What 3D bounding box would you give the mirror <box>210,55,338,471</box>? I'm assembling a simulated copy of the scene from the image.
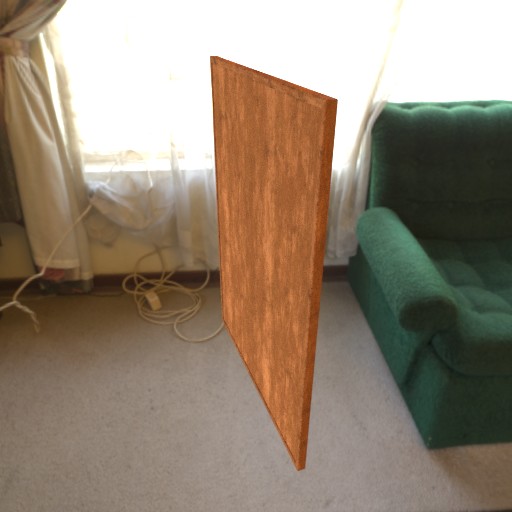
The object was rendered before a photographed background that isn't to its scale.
[{"bbox_3d":[0.000,0.000,1.416,0.028,1.099,0.796,-11,32,-18],"label":"mirror"}]
